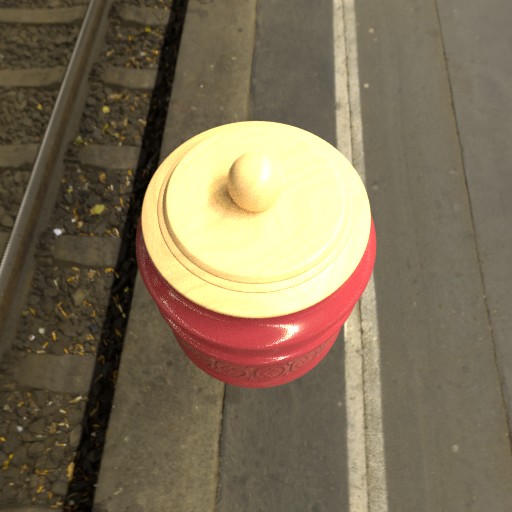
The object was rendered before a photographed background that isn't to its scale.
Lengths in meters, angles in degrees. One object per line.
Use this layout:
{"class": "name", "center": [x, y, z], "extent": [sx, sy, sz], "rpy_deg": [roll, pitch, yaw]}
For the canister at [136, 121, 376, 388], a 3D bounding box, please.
{"class": "canister", "center": [0.000, 0.000, 0.267], "extent": [0.130, 0.176, 0.130], "rpy_deg": [0, 64, 0]}
